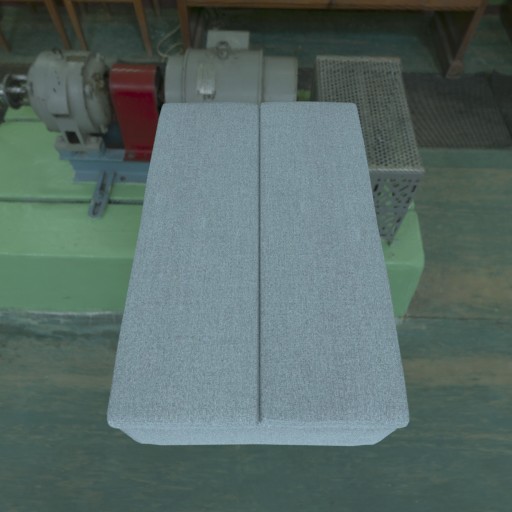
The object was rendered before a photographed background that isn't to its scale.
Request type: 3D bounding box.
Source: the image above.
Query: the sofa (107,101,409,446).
[{"bbox_3d":[0.000,0.000,1.614,0.817,0.434,1.250,0,58,0],"label":"sofa"}]
